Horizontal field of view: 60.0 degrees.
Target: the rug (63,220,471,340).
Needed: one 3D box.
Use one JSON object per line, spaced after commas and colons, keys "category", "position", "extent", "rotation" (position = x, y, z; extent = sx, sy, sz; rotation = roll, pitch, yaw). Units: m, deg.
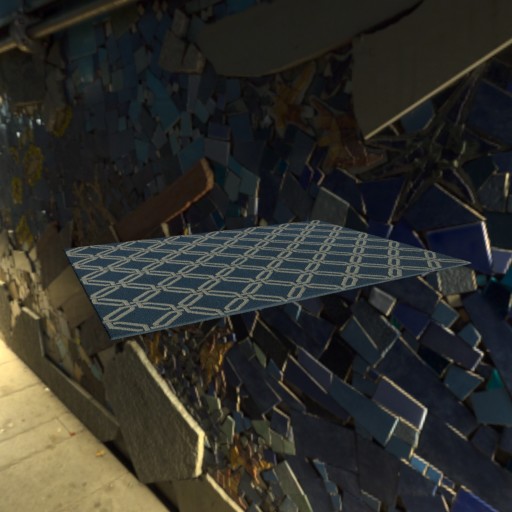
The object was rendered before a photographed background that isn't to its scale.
{"category": "rug", "position": [0.000, 0.000, 4.458], "extent": [3.342, 0.018, 2.432], "rotation": [-8, 18, -28]}
